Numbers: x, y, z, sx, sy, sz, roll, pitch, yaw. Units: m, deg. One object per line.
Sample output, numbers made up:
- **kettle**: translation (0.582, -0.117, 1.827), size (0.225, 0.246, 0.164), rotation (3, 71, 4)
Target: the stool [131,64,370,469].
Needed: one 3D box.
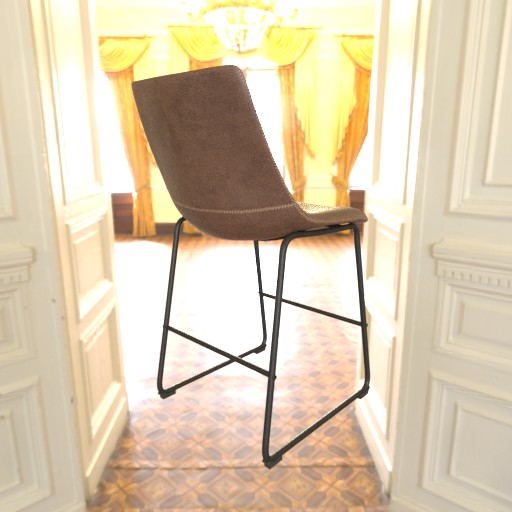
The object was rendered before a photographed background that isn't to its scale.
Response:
- **stool**: translation (0.000, 0.000, 1.225), size (0.460, 0.890, 0.550), rotation (13, 19, 42)
